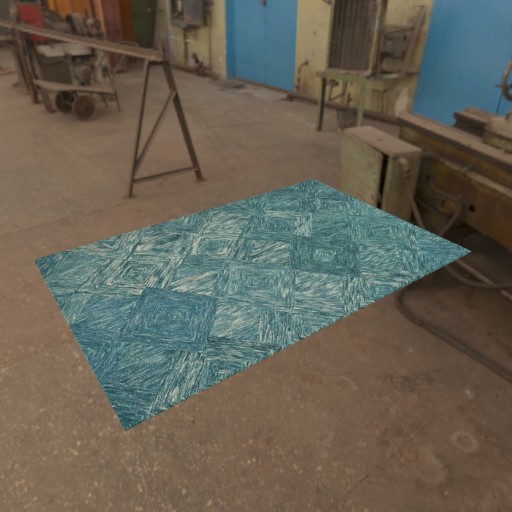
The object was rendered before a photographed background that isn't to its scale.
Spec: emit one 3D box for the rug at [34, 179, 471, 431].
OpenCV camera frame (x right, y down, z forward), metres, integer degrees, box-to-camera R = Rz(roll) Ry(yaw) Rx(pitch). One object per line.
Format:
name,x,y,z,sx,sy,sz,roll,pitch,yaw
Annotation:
rug,0.000,0.000,2.758,2.277,0.015,1.490,-20,37,-30
